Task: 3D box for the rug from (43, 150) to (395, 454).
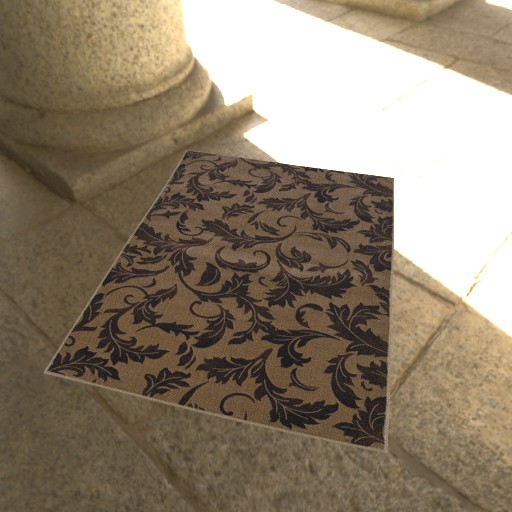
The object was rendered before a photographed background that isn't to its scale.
[{"bbox_3d":[0.000,0.000,3.925,2.380,0.008,2.977,10,46,9],"label":"rug"}]
